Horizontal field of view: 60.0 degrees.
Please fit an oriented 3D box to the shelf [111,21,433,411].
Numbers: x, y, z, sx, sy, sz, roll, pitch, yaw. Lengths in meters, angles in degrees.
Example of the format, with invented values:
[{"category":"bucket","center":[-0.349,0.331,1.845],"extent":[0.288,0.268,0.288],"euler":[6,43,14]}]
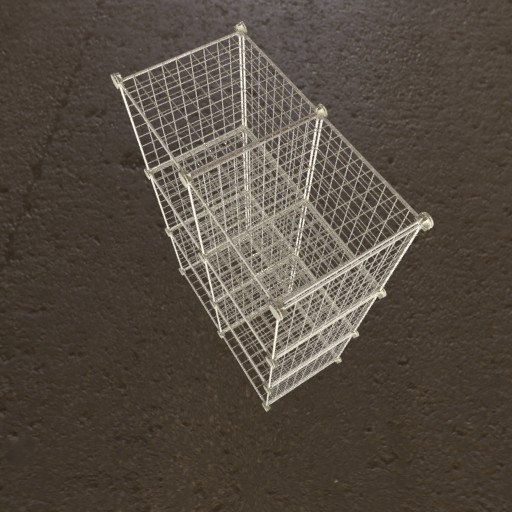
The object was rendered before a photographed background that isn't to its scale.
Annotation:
[{"category":"shelf","center":[0.000,0.000,1.407],"extent":[0.356,1.067,0.711],"euler":[-29,66,-14]}]
